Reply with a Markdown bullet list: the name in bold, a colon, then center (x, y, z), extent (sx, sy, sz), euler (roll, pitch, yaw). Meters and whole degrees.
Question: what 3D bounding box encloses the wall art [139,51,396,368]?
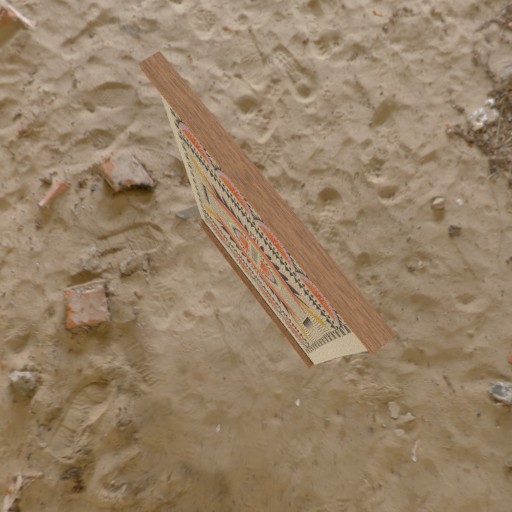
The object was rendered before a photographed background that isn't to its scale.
- **wall art**: center (0.000, 0.000, 0.711), extent (0.028, 0.527, 0.403), euler (-36, 77, -9)
